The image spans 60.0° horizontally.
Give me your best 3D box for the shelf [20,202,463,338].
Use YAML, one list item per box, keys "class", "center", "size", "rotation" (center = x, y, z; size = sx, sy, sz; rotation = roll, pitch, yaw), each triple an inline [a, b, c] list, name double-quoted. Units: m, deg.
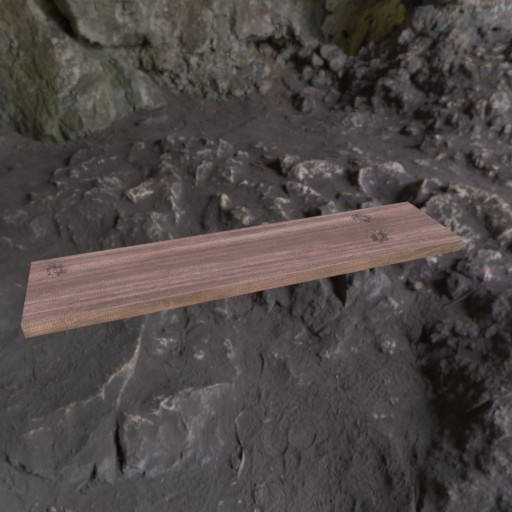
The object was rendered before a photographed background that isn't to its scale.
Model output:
- class: "shelf"
  center: [0.000, 0.000, 0.645]
  size: [0.610, 0.020, 0.140]
  rotation: [-10, 34, -16]
